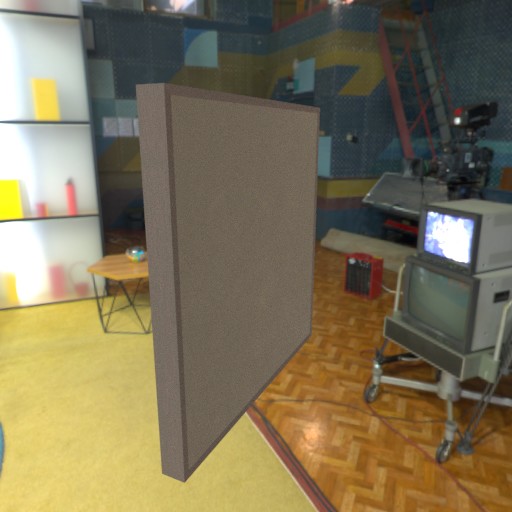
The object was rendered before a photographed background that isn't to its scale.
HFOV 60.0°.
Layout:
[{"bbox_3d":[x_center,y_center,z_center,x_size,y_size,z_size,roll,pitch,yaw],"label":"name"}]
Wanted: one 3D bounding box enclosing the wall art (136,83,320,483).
[{"bbox_3d":[0.000,0.000,0.759,0.038,0.506,0.508,8,17,25],"label":"wall art"}]
